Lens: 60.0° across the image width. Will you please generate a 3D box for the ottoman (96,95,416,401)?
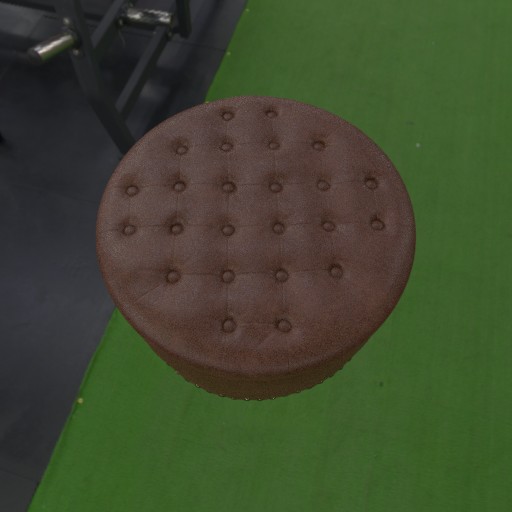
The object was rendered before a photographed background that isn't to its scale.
[{"bbox_3d":[0.000,0.000,1.056,0.637,0.442,0.637,0,64,0],"label":"ottoman"}]
